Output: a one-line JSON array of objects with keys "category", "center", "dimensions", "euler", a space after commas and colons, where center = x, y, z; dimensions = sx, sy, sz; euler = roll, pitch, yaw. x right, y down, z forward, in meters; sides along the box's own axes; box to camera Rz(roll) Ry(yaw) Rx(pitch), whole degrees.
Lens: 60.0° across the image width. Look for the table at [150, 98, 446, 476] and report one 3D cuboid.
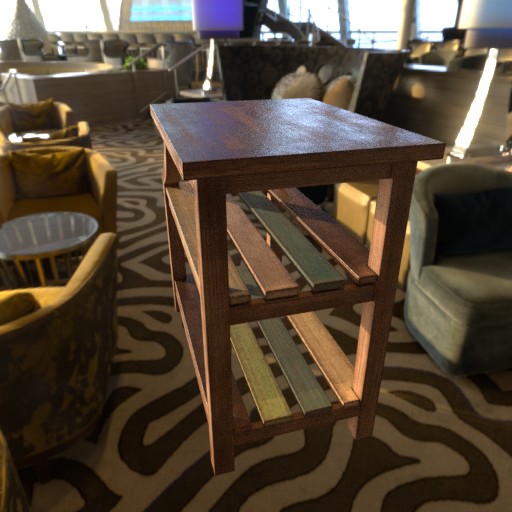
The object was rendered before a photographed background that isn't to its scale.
[{"category": "table", "center": [0.000, 0.000, 0.943], "dimensions": [0.356, 0.584, 0.609], "euler": [-8, 28, -15]}]
